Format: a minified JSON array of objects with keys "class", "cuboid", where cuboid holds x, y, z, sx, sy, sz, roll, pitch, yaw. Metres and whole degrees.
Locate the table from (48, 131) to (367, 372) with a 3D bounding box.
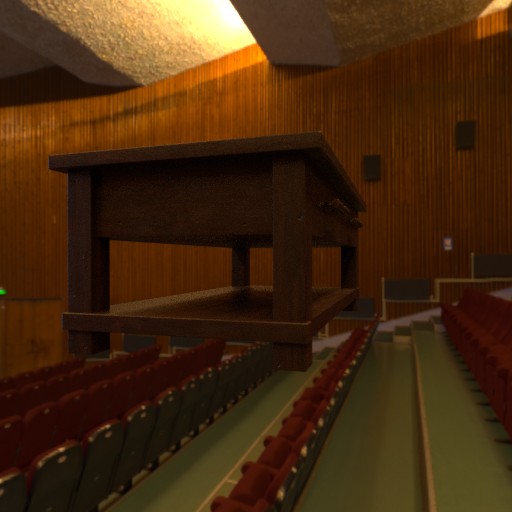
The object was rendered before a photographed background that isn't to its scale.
[{"class":"table","cuboid":[0.000,0.000,1.594,0.700,0.494,1.270,0,0,18]}]
